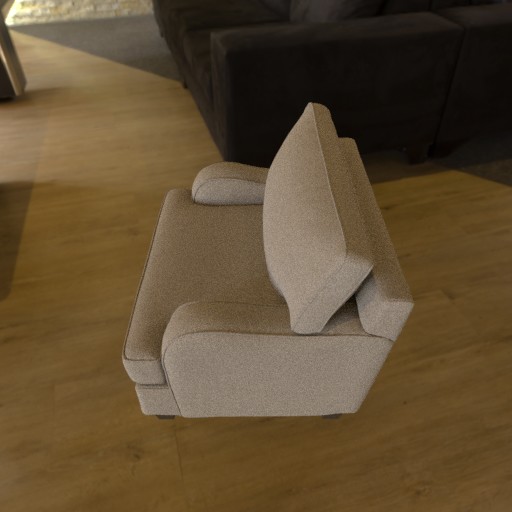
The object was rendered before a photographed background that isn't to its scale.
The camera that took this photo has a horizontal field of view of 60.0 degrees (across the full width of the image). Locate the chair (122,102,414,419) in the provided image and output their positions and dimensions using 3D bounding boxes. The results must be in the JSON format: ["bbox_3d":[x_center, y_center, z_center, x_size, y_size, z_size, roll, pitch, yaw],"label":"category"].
[{"bbox_3d":[0.000,0.000,2.084,1.040,1.016,1.220,0,41,0],"label":"chair"}]
